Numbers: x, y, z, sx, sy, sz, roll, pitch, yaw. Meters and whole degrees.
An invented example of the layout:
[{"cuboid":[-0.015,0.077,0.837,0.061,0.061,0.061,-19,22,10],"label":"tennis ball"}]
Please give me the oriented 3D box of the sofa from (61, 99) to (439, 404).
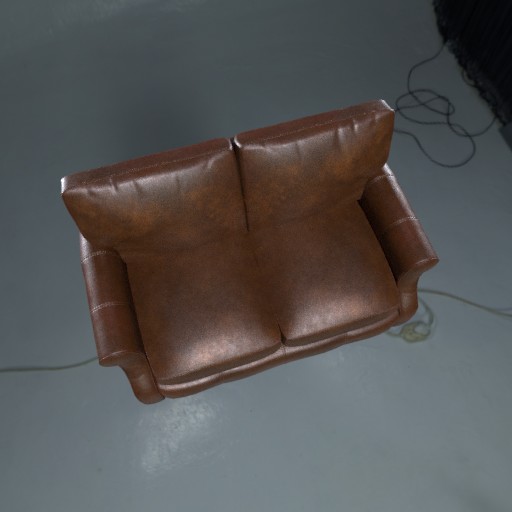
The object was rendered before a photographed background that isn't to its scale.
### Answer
[{"cuboid":[0.000,0.000,2.198,1.616,0.976,0.990,-16,65,-8],"label":"sofa"}]
